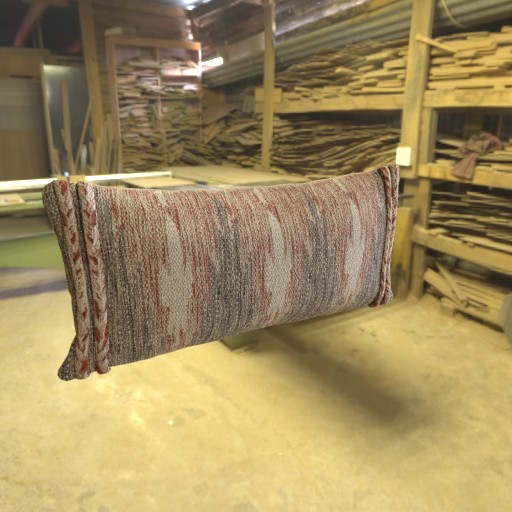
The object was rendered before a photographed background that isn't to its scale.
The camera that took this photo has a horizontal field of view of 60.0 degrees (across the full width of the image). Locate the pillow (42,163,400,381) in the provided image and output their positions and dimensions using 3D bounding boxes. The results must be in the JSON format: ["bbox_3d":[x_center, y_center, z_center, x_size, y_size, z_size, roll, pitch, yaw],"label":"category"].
[{"bbox_3d":[0.000,0.000,0.732,0.635,0.282,0.139,-9,18,-27],"label":"pillow"}]
